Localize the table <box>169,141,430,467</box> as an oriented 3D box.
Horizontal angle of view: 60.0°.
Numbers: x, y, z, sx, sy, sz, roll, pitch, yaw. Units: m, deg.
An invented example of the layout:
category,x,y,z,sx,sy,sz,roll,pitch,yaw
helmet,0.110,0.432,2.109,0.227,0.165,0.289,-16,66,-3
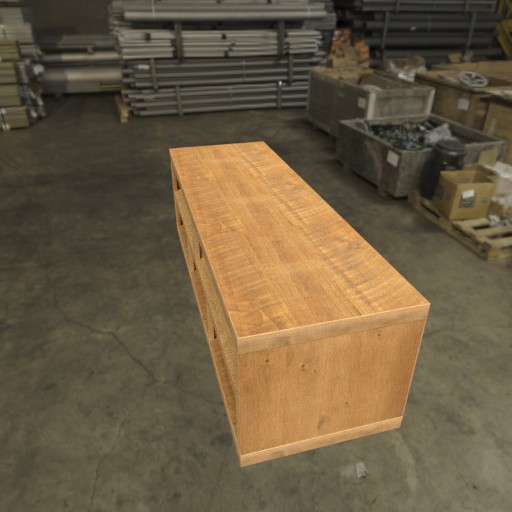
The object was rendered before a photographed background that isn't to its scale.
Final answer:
category,x,y,z,sx,sy,sz,roll,pitch,yaw
table,0.000,0.000,1.799,0.499,0.491,1.499,-8,31,-13
